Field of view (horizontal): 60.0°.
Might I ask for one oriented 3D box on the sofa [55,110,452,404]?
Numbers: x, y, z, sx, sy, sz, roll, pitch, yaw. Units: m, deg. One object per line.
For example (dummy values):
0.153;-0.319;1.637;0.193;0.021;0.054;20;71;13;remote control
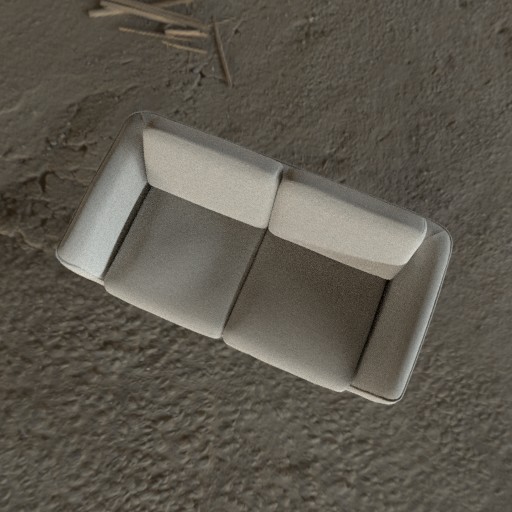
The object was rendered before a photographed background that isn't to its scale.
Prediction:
0.000;0.000;2.223;1.700;0.850;0.920;22;77;6;sofa
